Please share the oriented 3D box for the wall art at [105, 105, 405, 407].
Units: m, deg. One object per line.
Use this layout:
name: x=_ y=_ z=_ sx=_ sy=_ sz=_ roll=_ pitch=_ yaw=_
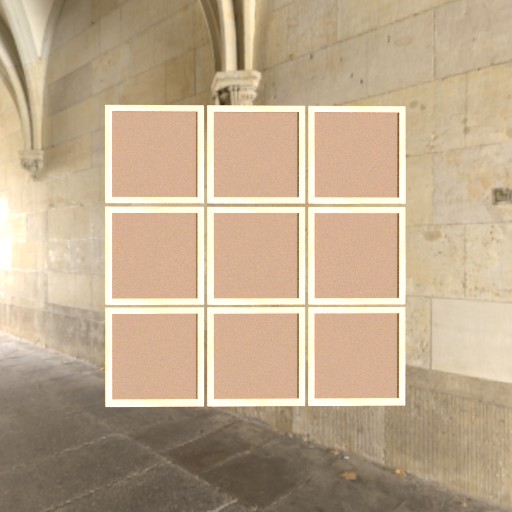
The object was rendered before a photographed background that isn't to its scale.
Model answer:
wall art: x=0.000 y=0.000 z=1.804 sx=1.216 sy=1.218 sz=0.013 roll=0 pitch=0 yaw=-1
